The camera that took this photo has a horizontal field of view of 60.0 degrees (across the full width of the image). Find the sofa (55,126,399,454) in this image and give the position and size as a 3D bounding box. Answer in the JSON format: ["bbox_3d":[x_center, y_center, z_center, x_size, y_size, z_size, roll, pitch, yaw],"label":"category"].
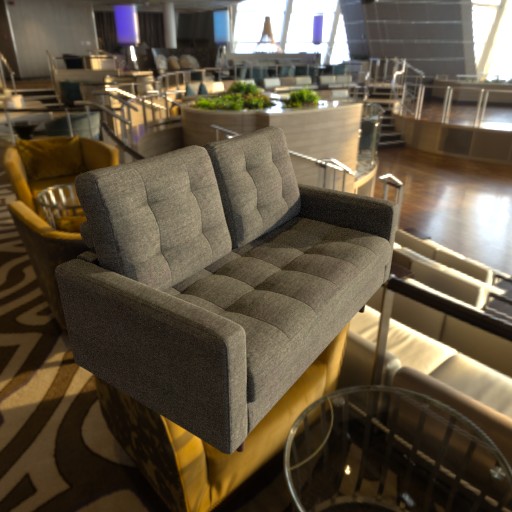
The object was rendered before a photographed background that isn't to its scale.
[{"bbox_3d":[0.000,0.000,1.934,0.842,0.907,1.407,17,30,31],"label":"sofa"}]
